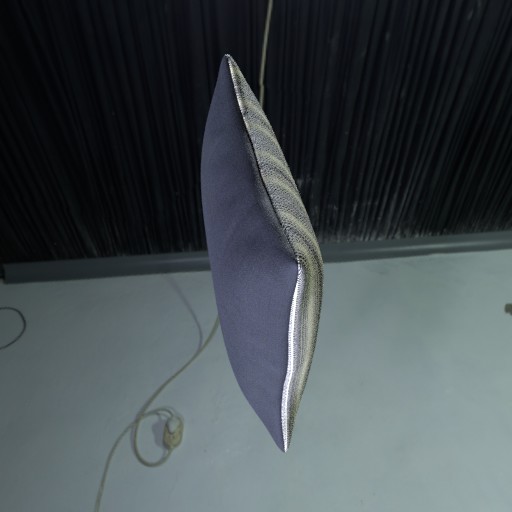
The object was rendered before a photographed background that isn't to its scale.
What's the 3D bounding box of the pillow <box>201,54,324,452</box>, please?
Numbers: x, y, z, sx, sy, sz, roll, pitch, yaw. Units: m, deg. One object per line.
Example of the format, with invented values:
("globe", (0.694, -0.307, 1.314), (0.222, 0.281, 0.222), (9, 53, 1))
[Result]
("pillow", (0.000, 0.000, 0.795), (0.166, 0.508, 0.520), (-8, 47, -7))
